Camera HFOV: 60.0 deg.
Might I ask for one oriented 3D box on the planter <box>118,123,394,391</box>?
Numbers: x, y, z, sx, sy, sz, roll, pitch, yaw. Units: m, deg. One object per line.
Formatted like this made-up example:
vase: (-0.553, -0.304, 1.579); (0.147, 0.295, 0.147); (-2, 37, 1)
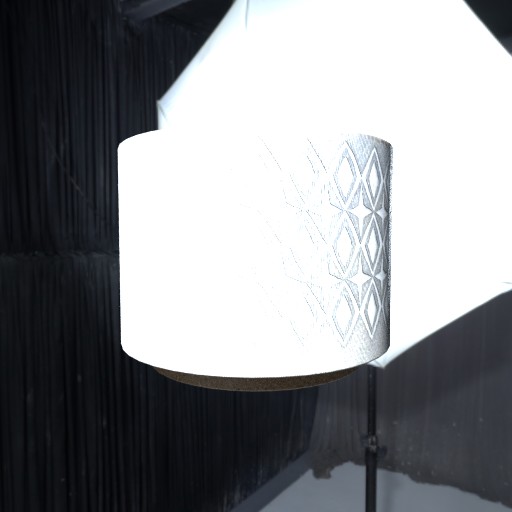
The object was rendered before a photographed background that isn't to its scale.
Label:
planter: (0.000, 0.000, 0.317); (0.186, 0.144, 0.186); (0, 3, 0)
